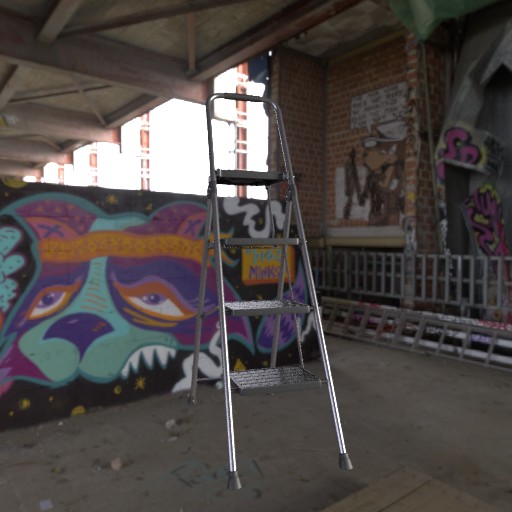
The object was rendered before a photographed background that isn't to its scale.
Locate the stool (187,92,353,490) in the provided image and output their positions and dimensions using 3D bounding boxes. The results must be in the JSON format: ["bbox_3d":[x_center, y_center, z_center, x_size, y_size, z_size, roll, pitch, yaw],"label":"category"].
[{"bbox_3d":[0.000,0.000,1.615,0.396,1.277,0.733,-1,2,-18],"label":"stool"}]
